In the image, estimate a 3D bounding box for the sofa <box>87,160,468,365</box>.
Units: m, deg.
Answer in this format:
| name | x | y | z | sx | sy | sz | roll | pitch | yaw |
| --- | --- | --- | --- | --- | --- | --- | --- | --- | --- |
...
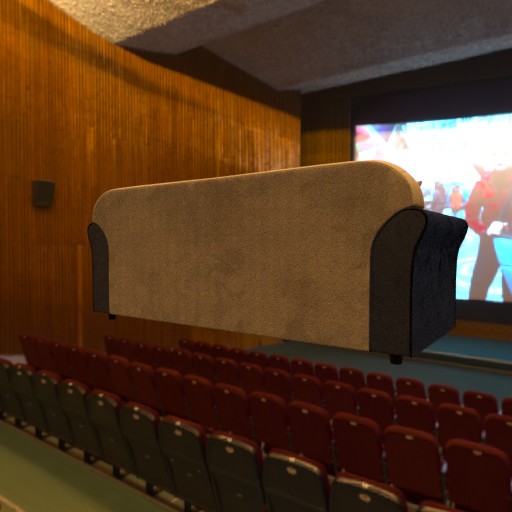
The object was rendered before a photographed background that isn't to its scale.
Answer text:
| name | x | y | z | sx | sy | sz | roll | pitch | yaw |
| --- | --- | --- | --- | --- | --- | --- | --- | --- | --- |
| sofa | 0.000 | 0.000 | 2.435 | 2.006 | 0.789 | 0.749 | 1 | 2 | 36 |
